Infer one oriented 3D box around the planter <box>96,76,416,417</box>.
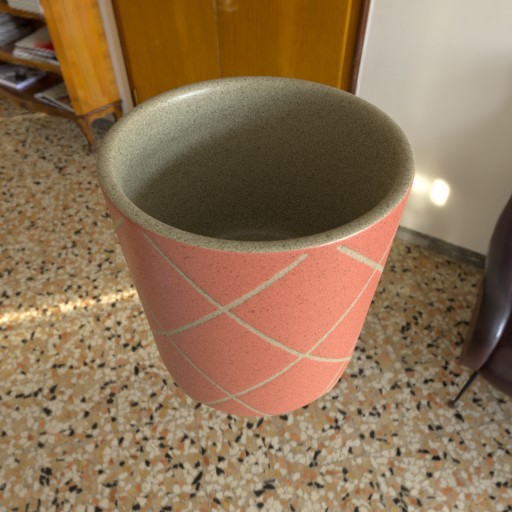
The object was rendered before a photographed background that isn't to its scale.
[{"bbox_3d":[0.000,0.000,0.342,0.191,0.200,0.191,0,46,0],"label":"planter"}]
